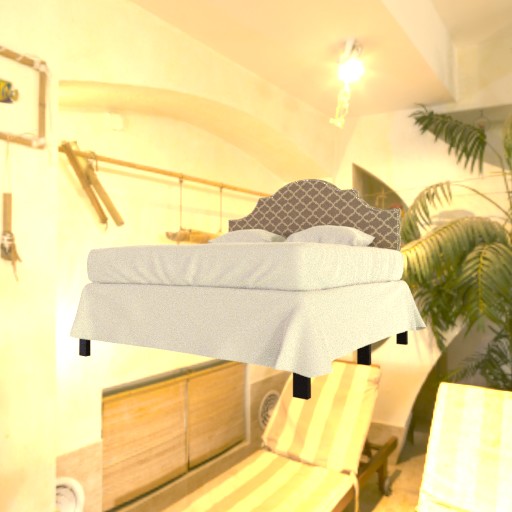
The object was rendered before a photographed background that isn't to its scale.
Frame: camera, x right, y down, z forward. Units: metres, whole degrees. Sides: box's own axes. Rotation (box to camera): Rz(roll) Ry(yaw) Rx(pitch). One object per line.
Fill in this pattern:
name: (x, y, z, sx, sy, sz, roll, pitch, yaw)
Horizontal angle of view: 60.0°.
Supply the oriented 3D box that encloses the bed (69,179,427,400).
bed: (0.000, 0.000, 3.800, 2.314, 1.601, 2.222, -1, -1, 34)
